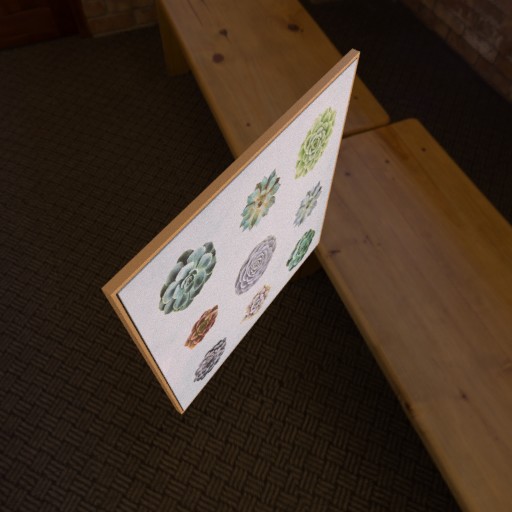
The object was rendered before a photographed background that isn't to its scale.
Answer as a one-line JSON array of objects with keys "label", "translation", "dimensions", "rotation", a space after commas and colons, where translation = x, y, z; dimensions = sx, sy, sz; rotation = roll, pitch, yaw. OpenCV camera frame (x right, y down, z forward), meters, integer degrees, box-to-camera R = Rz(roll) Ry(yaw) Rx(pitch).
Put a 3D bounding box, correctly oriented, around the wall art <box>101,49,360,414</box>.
[{"label": "wall art", "translation": [0.000, 0.000, 0.691], "dimensions": [0.013, 0.455, 0.457], "rotation": [32, 63, 19]}]
